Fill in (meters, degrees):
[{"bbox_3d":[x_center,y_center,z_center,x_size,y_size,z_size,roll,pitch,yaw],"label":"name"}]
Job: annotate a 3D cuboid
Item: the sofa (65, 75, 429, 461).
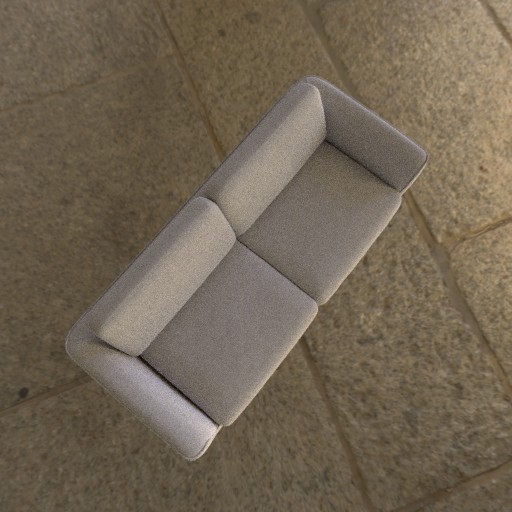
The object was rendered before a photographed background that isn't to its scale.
[{"bbox_3d":[0.000,0.000,2.433,0.920,0.850,2.000,38,78,9],"label":"sofa"}]
